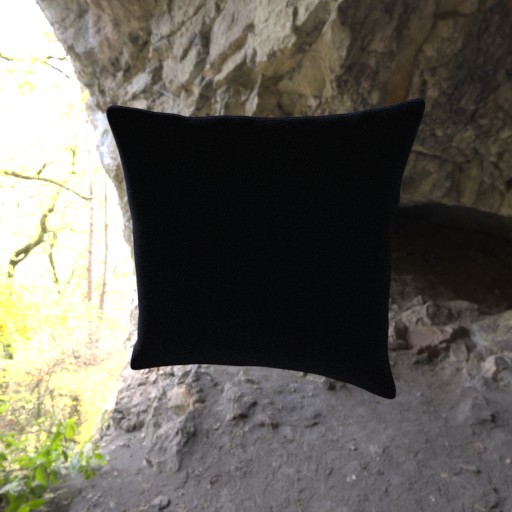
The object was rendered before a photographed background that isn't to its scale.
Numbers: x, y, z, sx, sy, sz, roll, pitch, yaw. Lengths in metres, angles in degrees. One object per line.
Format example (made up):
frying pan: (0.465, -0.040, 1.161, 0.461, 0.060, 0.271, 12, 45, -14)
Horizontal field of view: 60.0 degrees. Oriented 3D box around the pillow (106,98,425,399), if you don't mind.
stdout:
pillow: (0.000, 0.000, 0.647, 0.431, 0.431, 0.141, 3, 18, 10)
